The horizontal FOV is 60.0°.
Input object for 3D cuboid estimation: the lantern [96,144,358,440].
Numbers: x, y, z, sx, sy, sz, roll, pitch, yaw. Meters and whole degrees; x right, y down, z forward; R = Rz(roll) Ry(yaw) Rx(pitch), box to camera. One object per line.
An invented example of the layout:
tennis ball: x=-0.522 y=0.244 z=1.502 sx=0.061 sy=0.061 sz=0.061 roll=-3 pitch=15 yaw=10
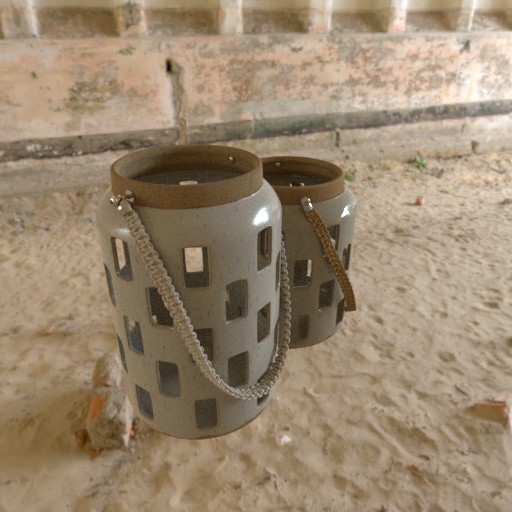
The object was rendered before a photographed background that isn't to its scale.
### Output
lantern: x=0.000 y=0.000 z=0.501 sx=0.184 sy=0.255 sz=0.347 roll=18 pitch=33 yaw=31
